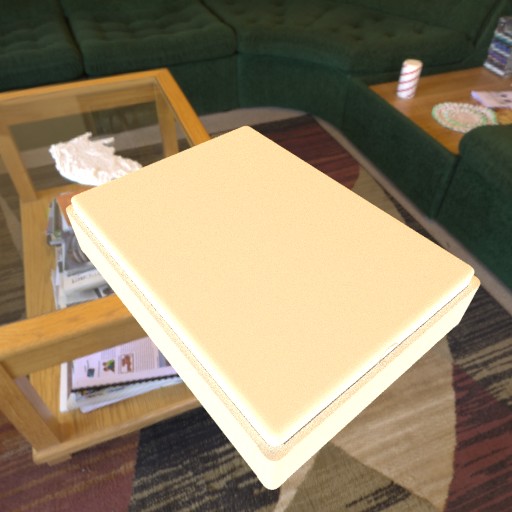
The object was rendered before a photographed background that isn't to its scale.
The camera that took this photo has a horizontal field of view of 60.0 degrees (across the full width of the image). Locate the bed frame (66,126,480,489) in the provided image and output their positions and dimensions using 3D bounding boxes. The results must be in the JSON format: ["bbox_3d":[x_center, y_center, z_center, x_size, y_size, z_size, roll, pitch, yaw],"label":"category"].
[{"bbox_3d":[0.000,0.000,2.508,1.400,0.406,1.900,-30,53,-26],"label":"bed frame"}]
